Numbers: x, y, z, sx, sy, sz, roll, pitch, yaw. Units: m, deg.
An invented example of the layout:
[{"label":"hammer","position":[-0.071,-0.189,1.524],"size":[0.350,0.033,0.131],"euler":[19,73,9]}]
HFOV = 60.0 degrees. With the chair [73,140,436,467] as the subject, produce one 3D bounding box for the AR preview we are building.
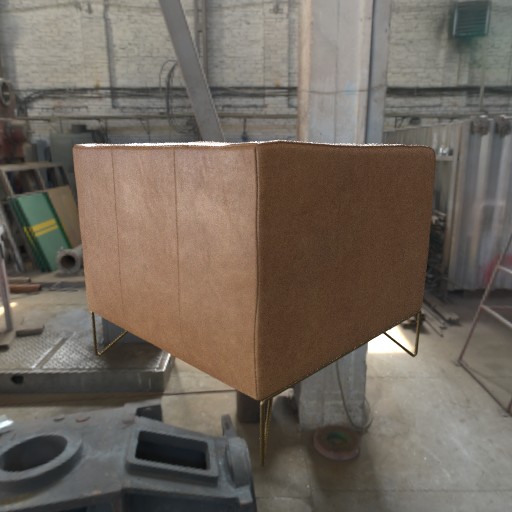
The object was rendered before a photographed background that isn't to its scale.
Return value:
[{"label":"chair","position":[0.000,0.000,1.613],"size":[0.920,0.797,0.912],"euler":[13,19,43]}]
